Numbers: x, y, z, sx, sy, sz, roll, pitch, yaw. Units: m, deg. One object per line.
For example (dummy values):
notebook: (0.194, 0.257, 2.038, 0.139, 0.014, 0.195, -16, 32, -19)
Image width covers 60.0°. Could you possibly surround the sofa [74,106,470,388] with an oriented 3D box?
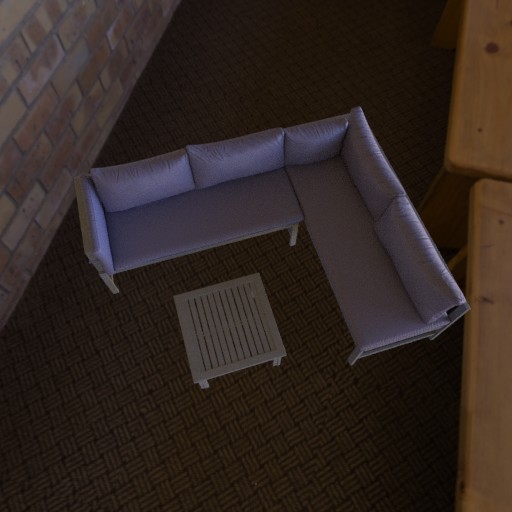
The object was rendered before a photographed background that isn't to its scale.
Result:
sofa: (0.000, 0.000, 3.058, 2.149, 0.762, 1.658, -15, 64, -8)
